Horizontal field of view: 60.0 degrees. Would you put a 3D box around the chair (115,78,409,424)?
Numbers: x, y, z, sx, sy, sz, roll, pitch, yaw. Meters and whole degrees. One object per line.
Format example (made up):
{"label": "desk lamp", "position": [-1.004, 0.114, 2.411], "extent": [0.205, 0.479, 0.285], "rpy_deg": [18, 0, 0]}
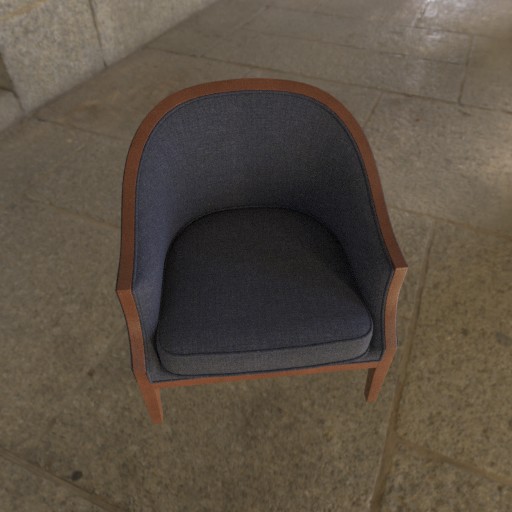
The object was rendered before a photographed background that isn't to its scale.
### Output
{"label": "chair", "position": [0.000, 0.000, 1.455], "extent": [0.803, 0.876, 0.735], "rpy_deg": [-4, 46, -4]}
